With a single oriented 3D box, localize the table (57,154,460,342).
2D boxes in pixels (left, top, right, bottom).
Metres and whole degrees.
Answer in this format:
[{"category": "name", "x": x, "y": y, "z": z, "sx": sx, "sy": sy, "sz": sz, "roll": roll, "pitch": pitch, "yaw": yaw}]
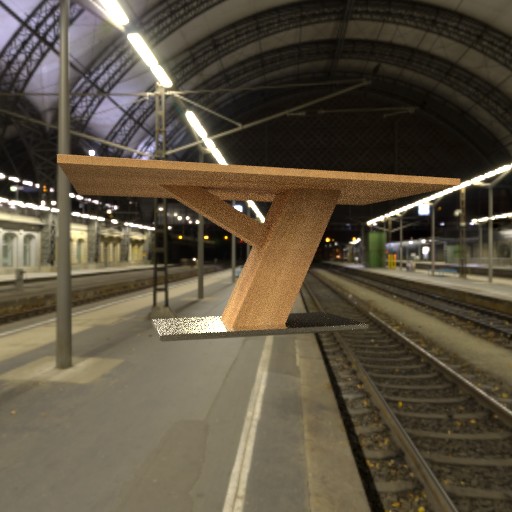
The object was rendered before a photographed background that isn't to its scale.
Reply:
[{"category": "table", "x": 0.000, "y": 0.000, "z": 2.320, "sx": 1.800, "sy": 0.750, "sz": 0.900, "roll": 0, "pitch": 0, "yaw": -17}]
